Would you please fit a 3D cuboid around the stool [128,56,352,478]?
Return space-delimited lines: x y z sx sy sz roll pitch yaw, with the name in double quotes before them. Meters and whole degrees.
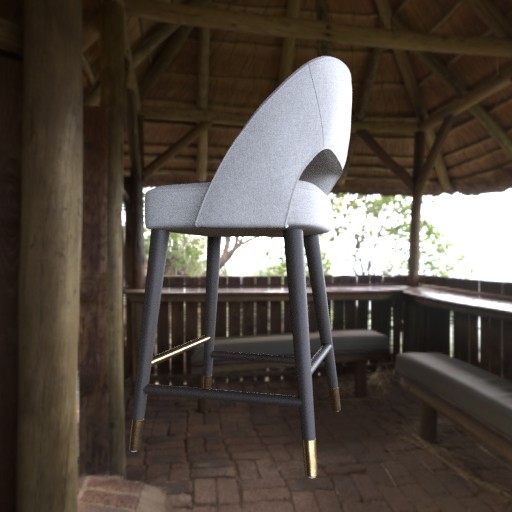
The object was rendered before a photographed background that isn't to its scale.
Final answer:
"stool" 0.000 0.000 1.205 0.509 0.940 0.494 0 0 17
